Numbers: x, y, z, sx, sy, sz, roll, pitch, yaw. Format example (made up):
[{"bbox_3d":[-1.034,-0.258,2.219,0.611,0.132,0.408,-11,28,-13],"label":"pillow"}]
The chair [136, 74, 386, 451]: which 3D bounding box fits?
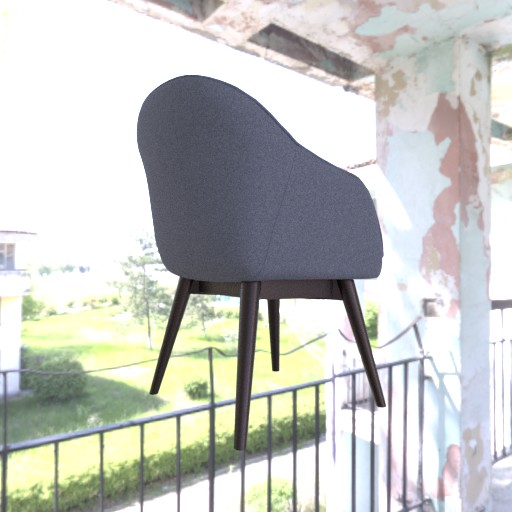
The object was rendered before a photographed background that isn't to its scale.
[{"bbox_3d":[0.000,0.000,1.240,0.611,0.810,0.589,0,0,-35],"label":"chair"}]
